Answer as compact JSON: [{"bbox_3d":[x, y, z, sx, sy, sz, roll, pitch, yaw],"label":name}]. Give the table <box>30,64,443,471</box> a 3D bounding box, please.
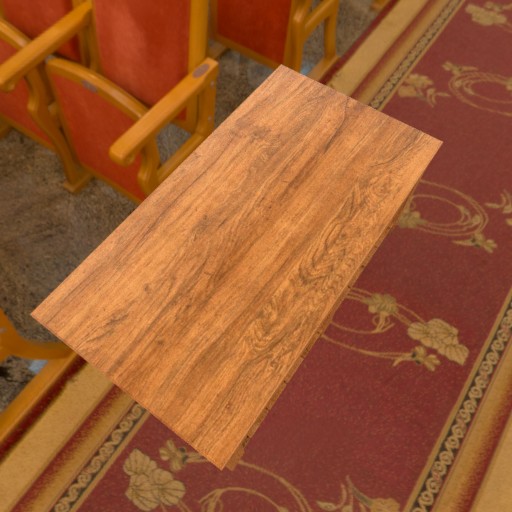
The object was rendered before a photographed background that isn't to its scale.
[{"bbox_3d":[0.000,0.000,1.479,0.635,0.480,1.150,32,67,16],"label":"table"}]
